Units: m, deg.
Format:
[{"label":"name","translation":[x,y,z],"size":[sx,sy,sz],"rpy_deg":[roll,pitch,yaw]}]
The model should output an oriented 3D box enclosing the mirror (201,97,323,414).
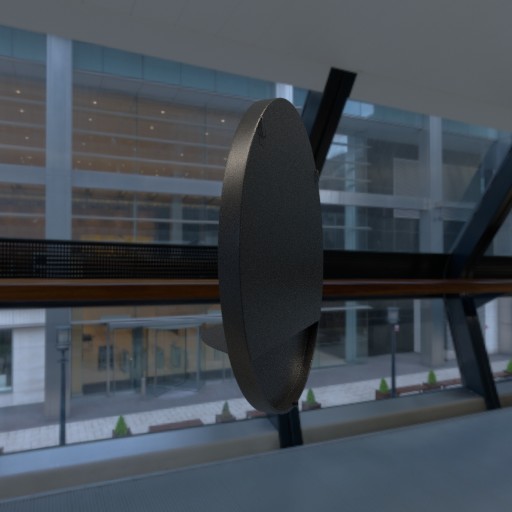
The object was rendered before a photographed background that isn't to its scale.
[{"label":"mirror","translation":[0.000,0.000,0.696],"size":[0.133,0.457,0.457],"rpy_deg":[0,-1,19]}]
